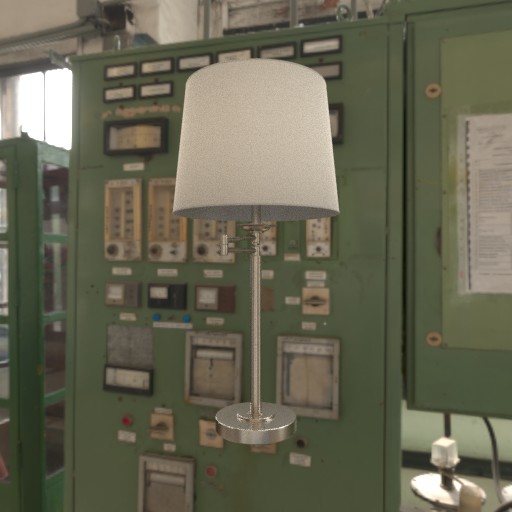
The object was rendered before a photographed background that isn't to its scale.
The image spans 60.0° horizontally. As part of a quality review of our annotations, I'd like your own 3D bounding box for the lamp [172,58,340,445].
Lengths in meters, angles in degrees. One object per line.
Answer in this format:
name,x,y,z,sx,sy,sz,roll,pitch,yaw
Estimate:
lamp,0.000,0.000,0.898,0.333,0.696,0.333,0,0,0
